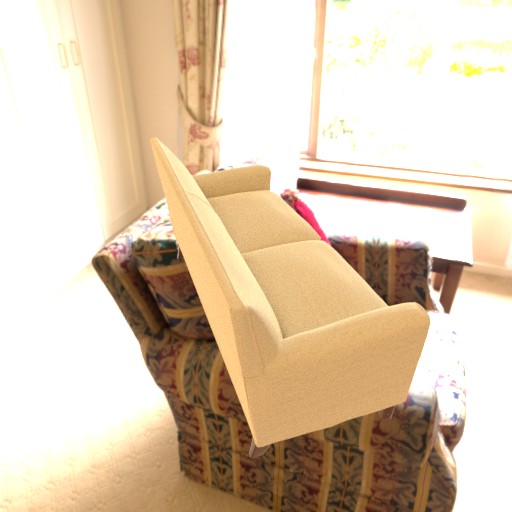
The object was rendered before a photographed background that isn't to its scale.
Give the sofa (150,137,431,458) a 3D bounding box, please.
[{"bbox_3d":[0.000,0.000,2.501,0.841,0.907,2.001,-10,32,-16],"label":"sofa"}]
